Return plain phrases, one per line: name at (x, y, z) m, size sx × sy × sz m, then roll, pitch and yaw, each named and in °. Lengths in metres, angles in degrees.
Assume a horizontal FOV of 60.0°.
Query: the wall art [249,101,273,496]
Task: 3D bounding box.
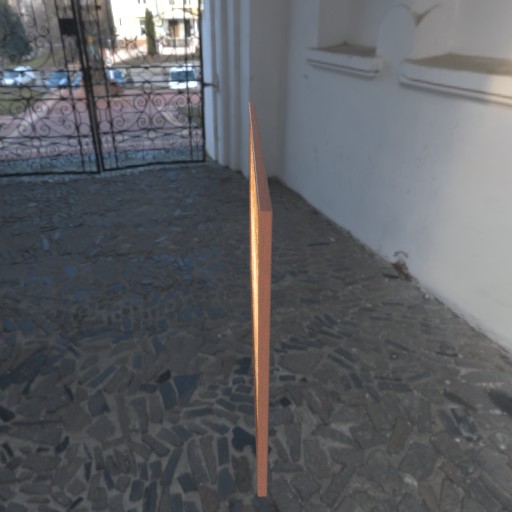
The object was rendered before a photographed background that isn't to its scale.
wall art at (0.000, 0.000, 0.840) m, size 0.014 × 0.455 × 0.660 m, roll -1°, pitch 28°, yaw -1°
